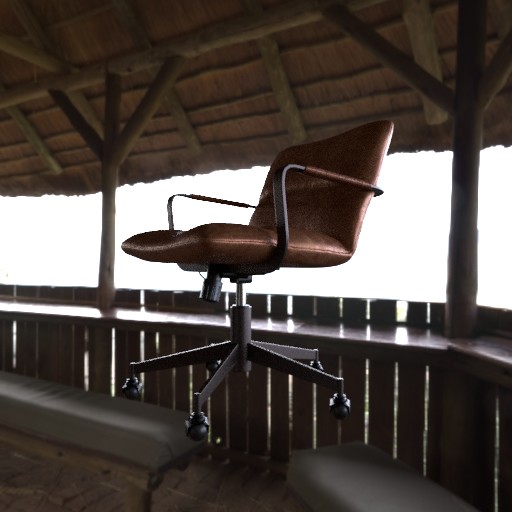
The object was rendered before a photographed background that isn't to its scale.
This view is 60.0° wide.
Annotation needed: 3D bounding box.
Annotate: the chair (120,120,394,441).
[{"bbox_3d":[0.000,0.000,1.476,0.754,0.922,0.727,1,-1,-38],"label":"chair"}]
